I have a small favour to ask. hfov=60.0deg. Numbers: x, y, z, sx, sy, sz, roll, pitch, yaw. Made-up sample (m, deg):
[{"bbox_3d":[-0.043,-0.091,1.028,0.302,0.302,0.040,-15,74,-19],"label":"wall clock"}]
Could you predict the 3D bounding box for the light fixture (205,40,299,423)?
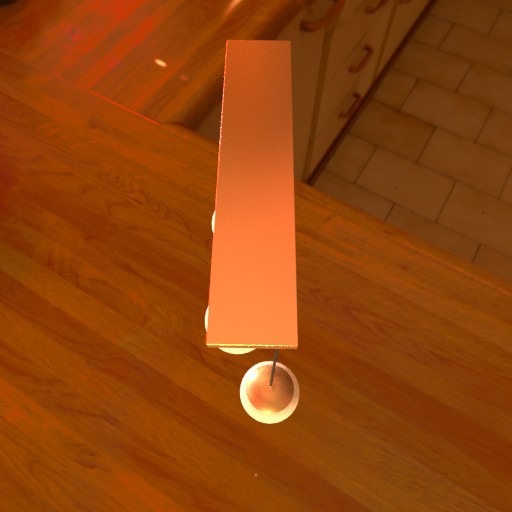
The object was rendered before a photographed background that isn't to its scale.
[{"bbox_3d":[0.000,0.000,1.313,0.299,0.869,0.863,1,64,0],"label":"light fixture"}]
